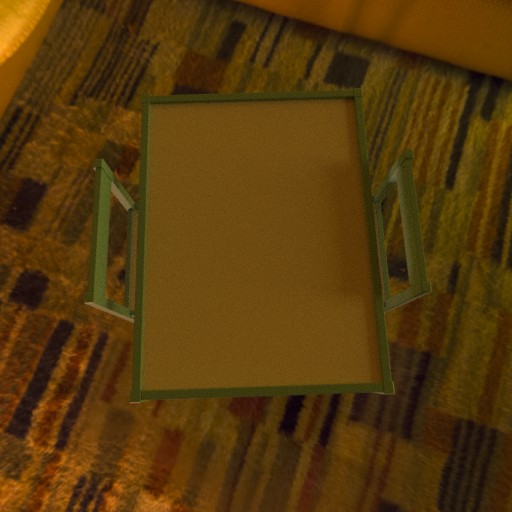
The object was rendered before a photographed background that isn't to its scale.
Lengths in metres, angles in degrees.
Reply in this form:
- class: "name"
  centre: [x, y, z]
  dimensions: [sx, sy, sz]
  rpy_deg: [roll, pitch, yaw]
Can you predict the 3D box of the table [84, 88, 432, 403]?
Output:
- class: "table"
  centre: [0.000, 0.000, 1.079]
  dimensions: [0.633, 0.503, 0.639]
  rpy_deg: [-2, 75, 0]
